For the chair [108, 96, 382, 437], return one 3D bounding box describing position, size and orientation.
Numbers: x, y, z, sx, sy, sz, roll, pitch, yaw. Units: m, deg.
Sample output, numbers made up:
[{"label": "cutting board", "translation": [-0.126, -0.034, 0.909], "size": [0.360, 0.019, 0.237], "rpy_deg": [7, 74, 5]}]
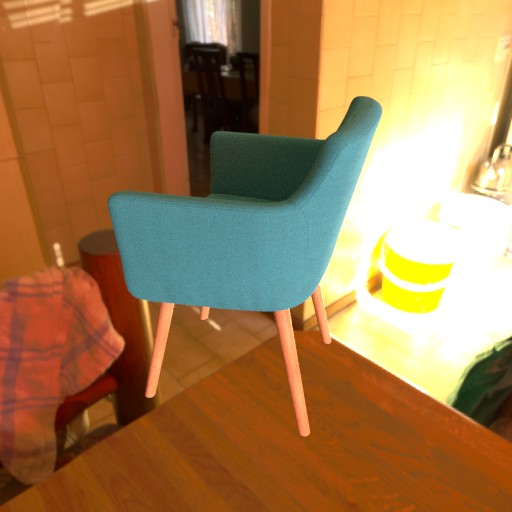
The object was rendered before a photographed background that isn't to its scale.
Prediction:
[{"label": "chair", "translation": [0.000, 0.000, 1.157], "size": [0.540, 0.780, 0.570], "rpy_deg": [8, 30, 15]}]
